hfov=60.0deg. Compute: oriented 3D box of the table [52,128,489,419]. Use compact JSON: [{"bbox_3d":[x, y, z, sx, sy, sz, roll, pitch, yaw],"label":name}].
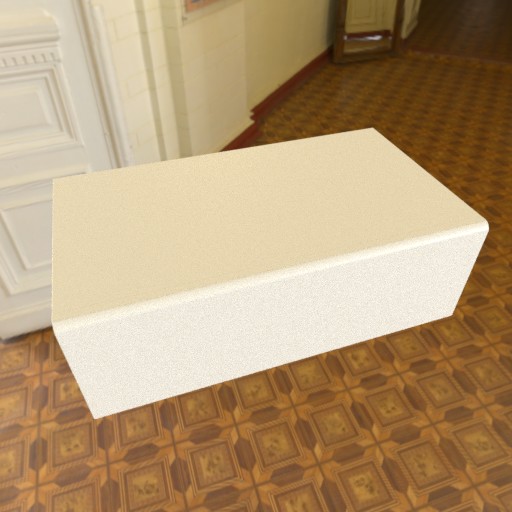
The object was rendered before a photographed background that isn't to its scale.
[{"bbox_3d":[0.000,0.000,1.409,1.097,0.442,0.639,-13,43,-14],"label":"table"}]
